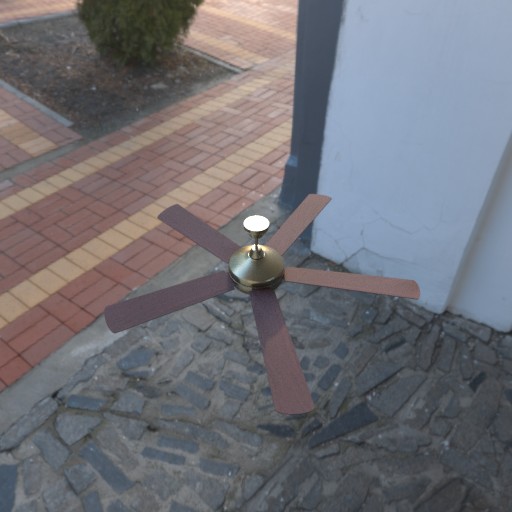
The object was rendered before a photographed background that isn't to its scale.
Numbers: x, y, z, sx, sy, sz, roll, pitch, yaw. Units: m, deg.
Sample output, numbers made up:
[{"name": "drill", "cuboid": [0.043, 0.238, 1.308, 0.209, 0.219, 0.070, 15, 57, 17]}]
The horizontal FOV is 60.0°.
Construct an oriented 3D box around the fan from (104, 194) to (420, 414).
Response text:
[{"name": "fan", "cuboid": [0.000, 0.000, 1.927, 1.321, 0.356, 1.321, -25, 47, -26]}]
